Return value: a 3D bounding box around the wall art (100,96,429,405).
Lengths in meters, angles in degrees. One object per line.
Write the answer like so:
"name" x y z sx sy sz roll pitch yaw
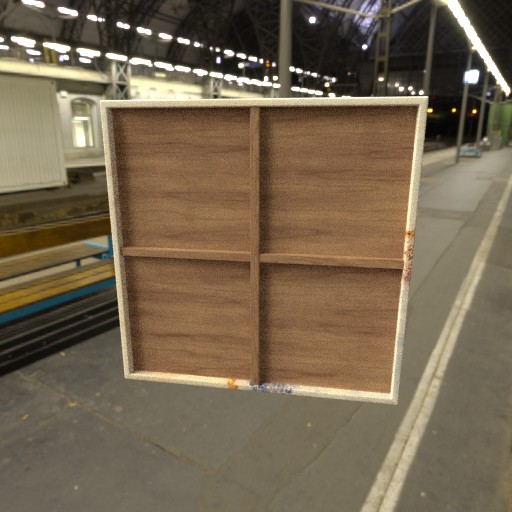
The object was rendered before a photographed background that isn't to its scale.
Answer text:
"wall art" 0.000 0.000 1.589 1.061 1.061 0.071 3 16 9
